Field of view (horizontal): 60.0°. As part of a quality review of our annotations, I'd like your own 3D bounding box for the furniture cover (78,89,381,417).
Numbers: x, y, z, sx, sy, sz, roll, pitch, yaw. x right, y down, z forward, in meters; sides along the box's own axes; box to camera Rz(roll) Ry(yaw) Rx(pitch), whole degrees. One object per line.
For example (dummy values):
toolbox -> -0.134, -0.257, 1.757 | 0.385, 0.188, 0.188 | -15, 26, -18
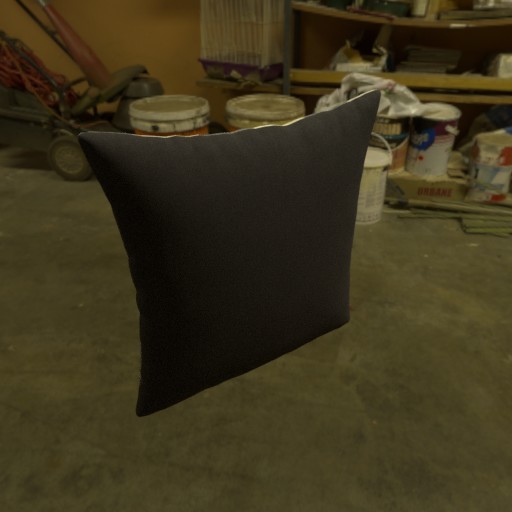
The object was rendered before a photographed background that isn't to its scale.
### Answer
furniture cover -> 0.000, 0.000, 0.780 | 0.511, 0.509, 0.161 | -18, 36, -28
